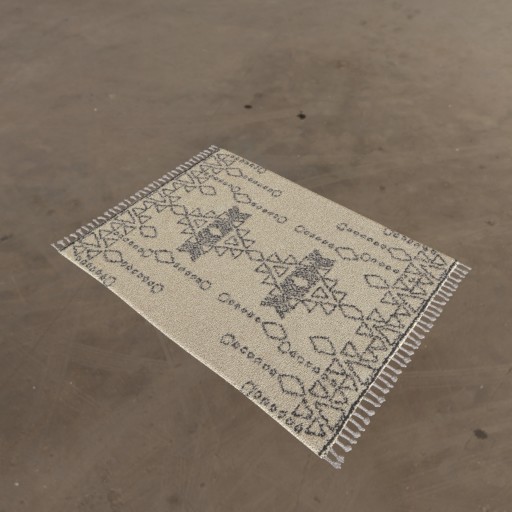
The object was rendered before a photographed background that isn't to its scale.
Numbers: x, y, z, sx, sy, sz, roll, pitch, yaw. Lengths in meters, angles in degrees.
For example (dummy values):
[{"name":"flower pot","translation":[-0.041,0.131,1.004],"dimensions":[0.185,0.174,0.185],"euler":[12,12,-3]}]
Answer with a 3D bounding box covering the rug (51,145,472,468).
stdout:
[{"name":"rug","translation":[0.000,0.000,3.871],"dimensions":[3.027,0.028,2.125],"euler":[31,54,26]}]
